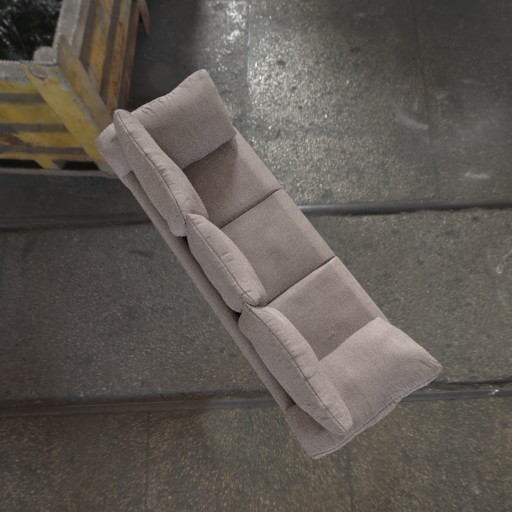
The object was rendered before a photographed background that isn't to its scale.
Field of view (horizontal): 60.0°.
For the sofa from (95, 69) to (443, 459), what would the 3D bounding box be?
[{"bbox_3d":[0.000,0.000,2.820,0.878,0.996,2.334,-35,78,-9],"label":"sofa"}]
